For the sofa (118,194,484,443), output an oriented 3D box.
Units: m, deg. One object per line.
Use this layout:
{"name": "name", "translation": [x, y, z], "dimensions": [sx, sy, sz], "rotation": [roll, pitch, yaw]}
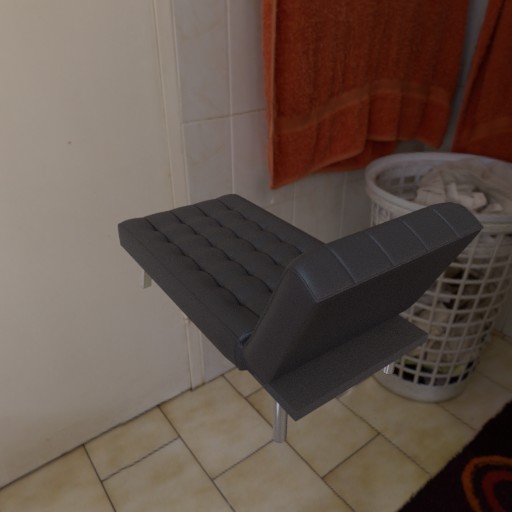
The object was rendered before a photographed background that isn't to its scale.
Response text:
{"name": "sofa", "translation": [0.000, 0.000, 1.994], "dimensions": [0.760, 0.820, 1.560], "rotation": [-19, 35, -30]}
